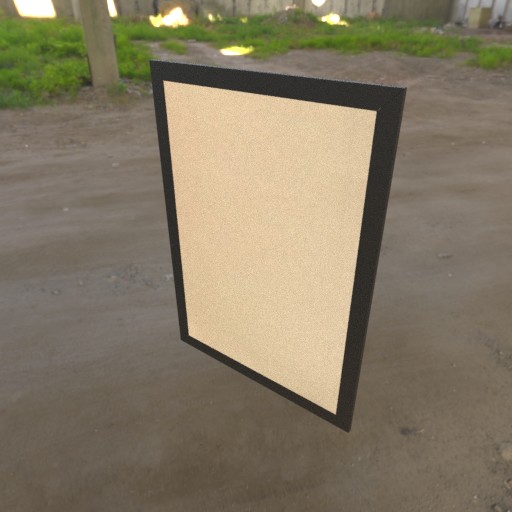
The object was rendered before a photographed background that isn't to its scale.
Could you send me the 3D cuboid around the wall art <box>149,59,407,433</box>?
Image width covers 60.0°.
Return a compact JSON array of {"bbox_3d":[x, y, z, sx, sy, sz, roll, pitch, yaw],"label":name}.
[{"bbox_3d":[0.000,0.000,0.682,0.379,0.530,0.008,21,36,31],"label":"wall art"}]
